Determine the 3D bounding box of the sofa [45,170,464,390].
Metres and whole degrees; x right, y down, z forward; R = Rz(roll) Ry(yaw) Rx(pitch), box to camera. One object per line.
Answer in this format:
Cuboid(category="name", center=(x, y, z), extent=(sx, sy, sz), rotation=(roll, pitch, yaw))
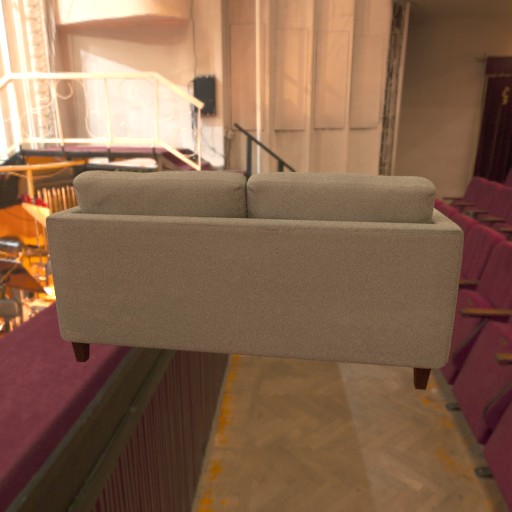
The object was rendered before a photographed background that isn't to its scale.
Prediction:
Cuboid(category="sofa", center=(0.000, 0.000, 2.438), extent=(1.884, 0.963, 0.950), rotation=(2, 16, 8))
